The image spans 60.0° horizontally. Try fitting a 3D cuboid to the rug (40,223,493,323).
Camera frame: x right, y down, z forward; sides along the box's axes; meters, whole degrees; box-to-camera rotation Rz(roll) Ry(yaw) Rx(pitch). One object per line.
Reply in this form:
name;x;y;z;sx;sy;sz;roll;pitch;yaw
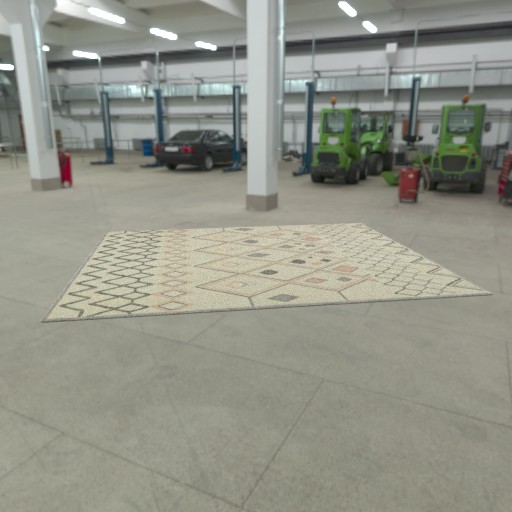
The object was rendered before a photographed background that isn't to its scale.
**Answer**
rug;0.000;0.000;4.088;3.050;0.016;2.441;-2;17;-8
